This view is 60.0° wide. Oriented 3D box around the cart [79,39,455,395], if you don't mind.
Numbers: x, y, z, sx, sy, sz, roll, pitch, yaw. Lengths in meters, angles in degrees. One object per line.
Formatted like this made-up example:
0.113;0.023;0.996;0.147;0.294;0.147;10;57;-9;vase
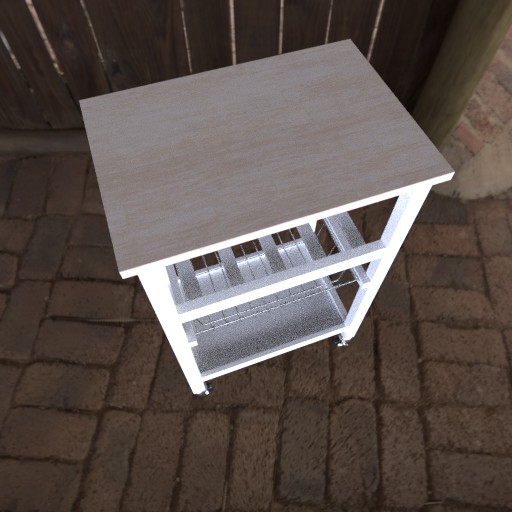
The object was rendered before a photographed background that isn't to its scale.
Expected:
0.000;0.000;1.172;0.578;0.857;0.406;-17;60;-10;cart
